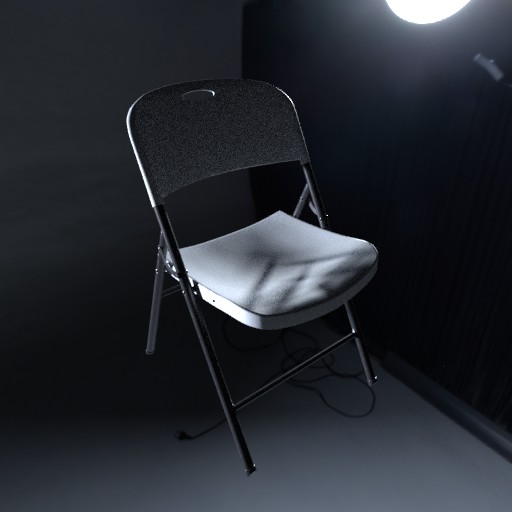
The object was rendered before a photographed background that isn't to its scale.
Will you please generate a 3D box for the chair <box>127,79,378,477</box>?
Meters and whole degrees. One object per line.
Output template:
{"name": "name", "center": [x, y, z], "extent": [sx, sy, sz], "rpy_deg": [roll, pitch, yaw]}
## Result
{"name": "chair", "center": [0.000, 0.000, 1.183], "extent": [0.494, 0.810, 0.566], "rpy_deg": [-22, 38, -32]}
